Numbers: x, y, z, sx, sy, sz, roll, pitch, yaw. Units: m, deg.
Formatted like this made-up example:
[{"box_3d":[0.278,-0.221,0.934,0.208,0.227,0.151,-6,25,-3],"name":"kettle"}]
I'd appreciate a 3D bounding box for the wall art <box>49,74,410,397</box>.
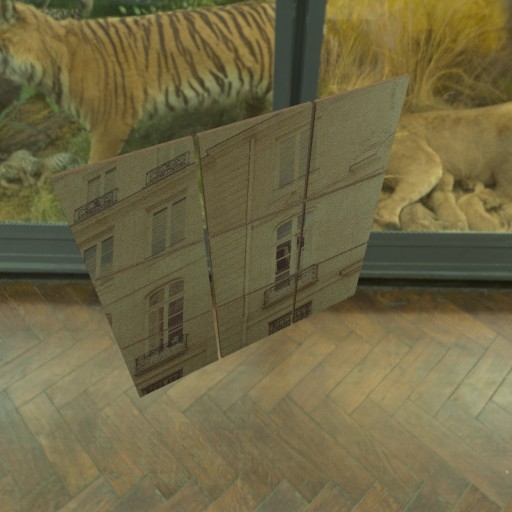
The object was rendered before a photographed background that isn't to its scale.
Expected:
[{"box_3d":[0.000,0.000,1.786,1.221,1.218,0.024,-22,50,-20],"name":"wall art"}]
